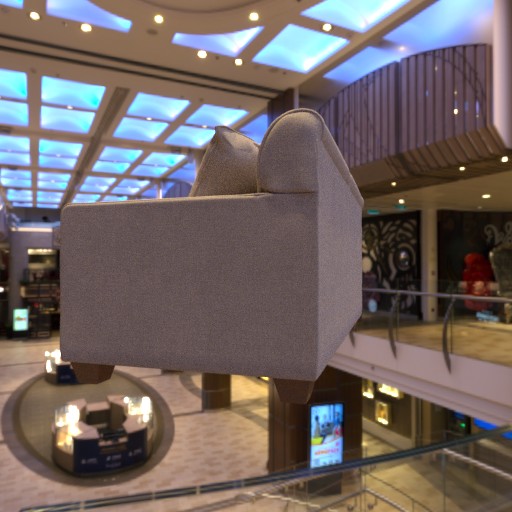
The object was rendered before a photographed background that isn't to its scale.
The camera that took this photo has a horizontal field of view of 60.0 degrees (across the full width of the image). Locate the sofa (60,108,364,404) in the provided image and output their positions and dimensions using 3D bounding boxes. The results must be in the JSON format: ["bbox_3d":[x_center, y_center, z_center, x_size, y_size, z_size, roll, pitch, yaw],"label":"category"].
[{"bbox_3d":[0.000,0.000,2.337,0.998,0.958,1.846,0,-1,17],"label":"sofa"}]
